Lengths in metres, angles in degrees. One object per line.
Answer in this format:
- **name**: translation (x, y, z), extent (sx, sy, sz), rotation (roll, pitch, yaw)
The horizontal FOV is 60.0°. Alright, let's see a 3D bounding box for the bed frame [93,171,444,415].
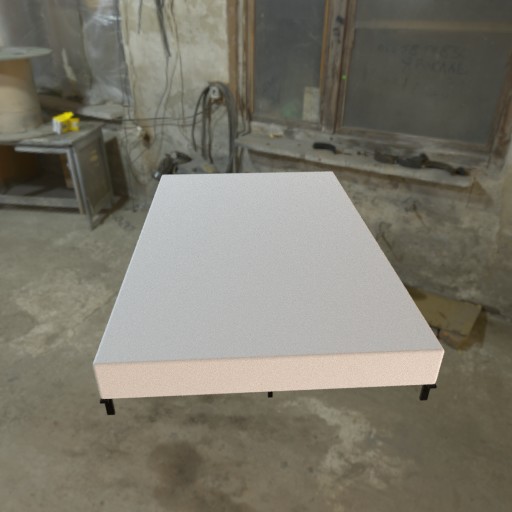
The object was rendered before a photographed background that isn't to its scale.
- **bed frame**: translation (0.000, 0.000, 3.779), extent (1.930, 0.440, 2.987), rotation (-2, 30, -3)
